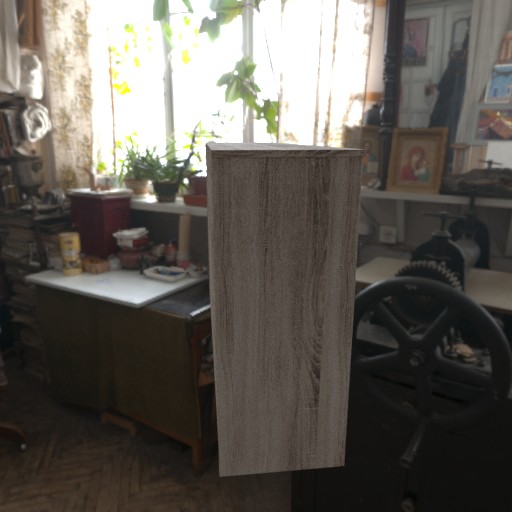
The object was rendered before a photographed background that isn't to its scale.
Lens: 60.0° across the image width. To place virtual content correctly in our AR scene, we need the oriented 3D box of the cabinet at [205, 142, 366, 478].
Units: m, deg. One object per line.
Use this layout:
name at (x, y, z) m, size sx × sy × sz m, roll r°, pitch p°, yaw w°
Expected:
cabinet at (0.000, 0.000, 1.846) m, size 0.380 × 0.900 × 1.450 m, roll -2°, pitch 15°, yaw -7°
